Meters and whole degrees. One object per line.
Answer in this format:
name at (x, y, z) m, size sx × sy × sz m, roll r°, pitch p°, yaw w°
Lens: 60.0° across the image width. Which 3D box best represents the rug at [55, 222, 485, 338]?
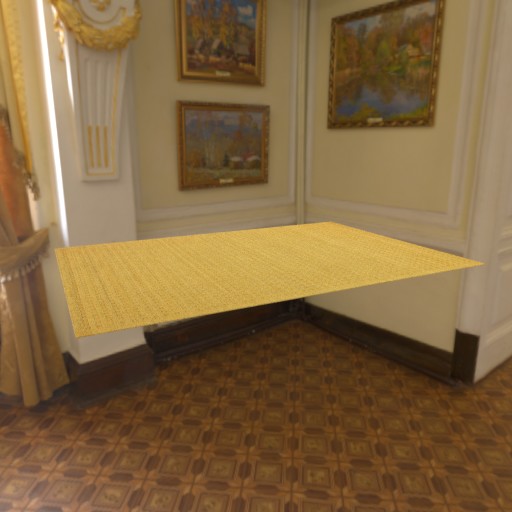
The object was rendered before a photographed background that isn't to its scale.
rug at (0.000, 0.000, 3.589) m, size 2.895 × 0.006 × 1.981 m, roll -7°, pitch 16°, yaw -25°
